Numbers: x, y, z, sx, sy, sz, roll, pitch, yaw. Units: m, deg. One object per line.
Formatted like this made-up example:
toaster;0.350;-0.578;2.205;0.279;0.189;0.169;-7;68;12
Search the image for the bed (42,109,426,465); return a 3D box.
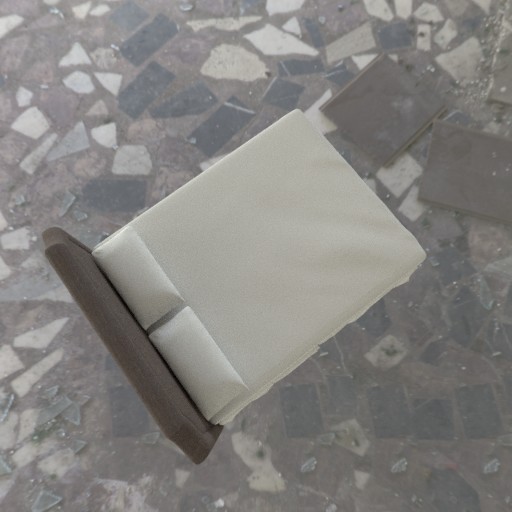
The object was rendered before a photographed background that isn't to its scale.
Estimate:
bed;0.000;0.000;3.175;2.116;1.290;1.693;-36;79;-8
